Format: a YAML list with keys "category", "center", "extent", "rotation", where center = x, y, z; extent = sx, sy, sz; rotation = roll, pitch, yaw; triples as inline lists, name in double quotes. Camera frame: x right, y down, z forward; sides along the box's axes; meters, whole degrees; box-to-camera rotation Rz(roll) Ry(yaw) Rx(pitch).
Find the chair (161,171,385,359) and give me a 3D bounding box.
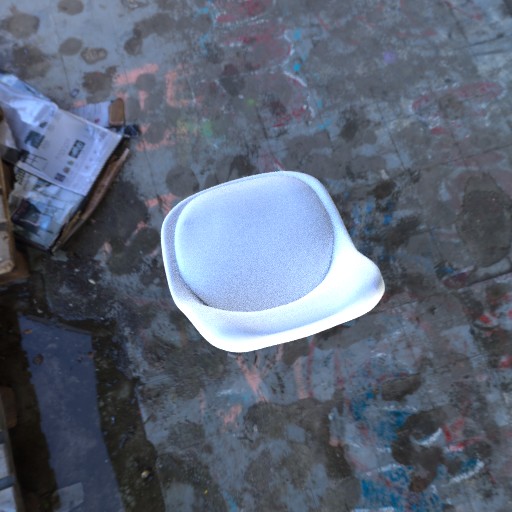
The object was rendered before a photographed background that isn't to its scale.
- category: "chair"
  center: [0.000, 0.000, 1.240]
  extent: [0.550, 0.930, 0.550]
  rotation: [-17, 75, -5]
